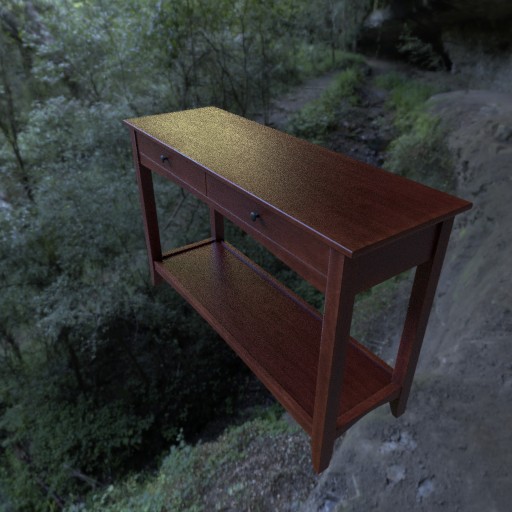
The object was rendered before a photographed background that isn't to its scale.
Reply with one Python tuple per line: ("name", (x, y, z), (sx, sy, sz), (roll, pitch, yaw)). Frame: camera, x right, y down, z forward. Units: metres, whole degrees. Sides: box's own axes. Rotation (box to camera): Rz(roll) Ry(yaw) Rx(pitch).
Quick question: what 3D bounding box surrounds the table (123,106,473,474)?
("table", (0.000, 0.000, 1.530), (0.392, 0.739, 1.188), (-20, 36, -29))
